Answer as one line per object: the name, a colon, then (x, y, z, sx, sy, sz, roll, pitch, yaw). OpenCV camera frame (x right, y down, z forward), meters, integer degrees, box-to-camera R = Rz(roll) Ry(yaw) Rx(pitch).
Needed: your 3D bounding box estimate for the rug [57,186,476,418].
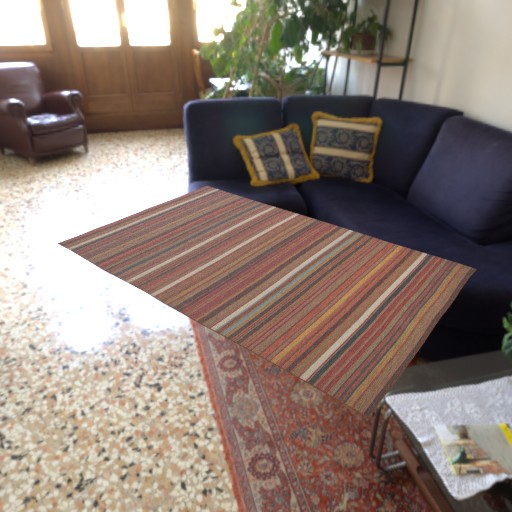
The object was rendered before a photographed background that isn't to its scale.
rug: (0.000, 0.000, 3.006, 2.438, 0.008, 1.523, 22, 36, 33)
